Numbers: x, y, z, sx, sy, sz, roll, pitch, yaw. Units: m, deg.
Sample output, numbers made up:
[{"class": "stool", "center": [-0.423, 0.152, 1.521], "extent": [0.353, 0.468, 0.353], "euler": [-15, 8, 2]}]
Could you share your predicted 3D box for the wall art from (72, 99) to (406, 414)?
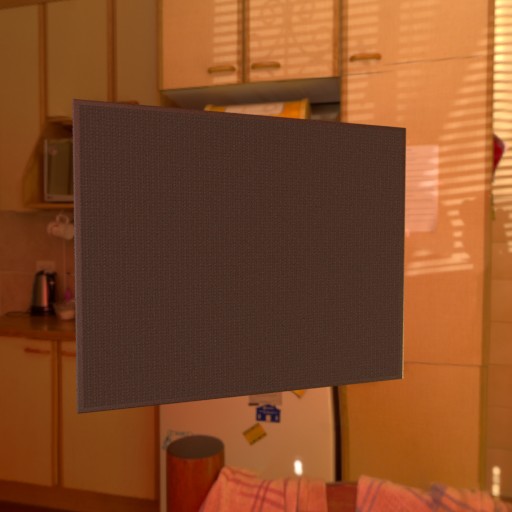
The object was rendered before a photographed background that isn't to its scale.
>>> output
[{"class": "wall art", "center": [0.000, 0.000, 0.739], "extent": [0.559, 0.458, 0.029], "euler": [-1, 2, -17]}]
